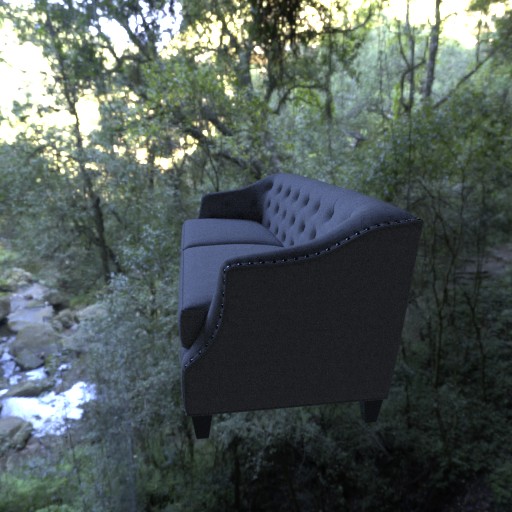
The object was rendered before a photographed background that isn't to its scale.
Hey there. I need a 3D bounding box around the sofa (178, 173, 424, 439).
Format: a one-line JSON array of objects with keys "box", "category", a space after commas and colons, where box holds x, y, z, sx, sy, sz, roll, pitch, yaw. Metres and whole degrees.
[{"box": [0.000, 0.000, 2.712, 0.914, 0.901, 2.235, -2, 15, -8], "category": "sofa"}]
